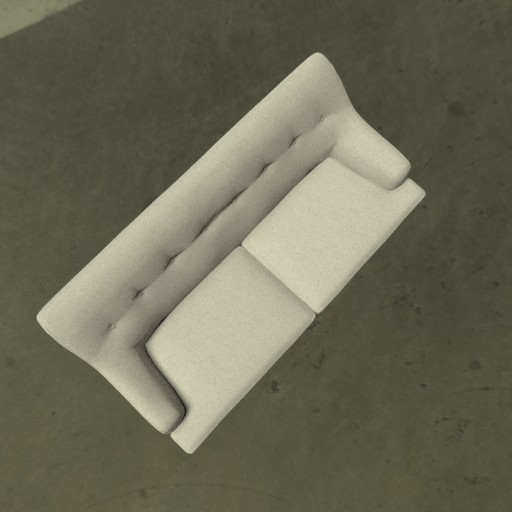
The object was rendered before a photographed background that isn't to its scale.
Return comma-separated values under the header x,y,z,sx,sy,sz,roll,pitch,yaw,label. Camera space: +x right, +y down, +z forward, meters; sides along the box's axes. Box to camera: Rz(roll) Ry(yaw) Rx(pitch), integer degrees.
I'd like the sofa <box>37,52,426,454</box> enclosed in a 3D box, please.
x,y,z,sx,sy,sz,roll,pitch,yaw,label
0.000,0.000,2.530,0.978,0.871,2.057,42,79,10,sofa
